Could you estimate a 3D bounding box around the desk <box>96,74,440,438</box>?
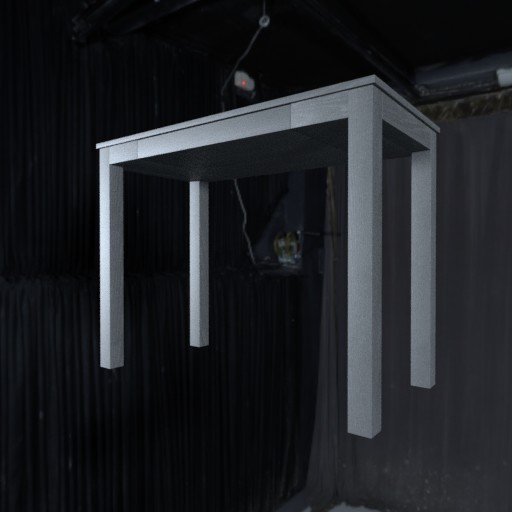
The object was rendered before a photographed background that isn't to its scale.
[{"bbox_3d":[0.000,0.000,1.418,0.991,0.762,0.499,0,1,37],"label":"desk"}]
